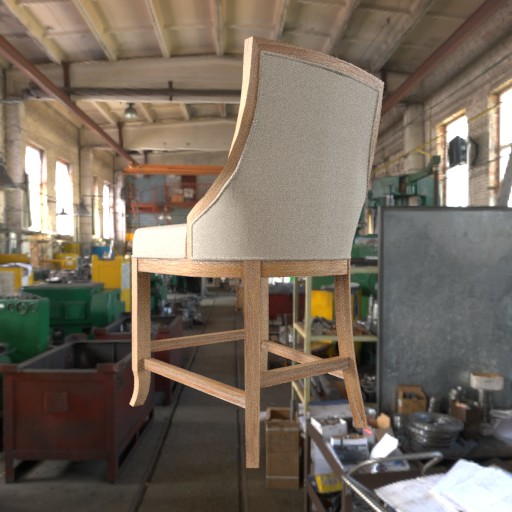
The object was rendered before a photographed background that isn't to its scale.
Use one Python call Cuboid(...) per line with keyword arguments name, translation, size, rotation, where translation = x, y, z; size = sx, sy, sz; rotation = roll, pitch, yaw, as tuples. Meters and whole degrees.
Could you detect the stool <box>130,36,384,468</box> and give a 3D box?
Cuboid(name="stool", translation=(0.000, 0.000, 1.288), size=(0.524, 0.938, 0.626), rotation=(-1, 1, -36))
